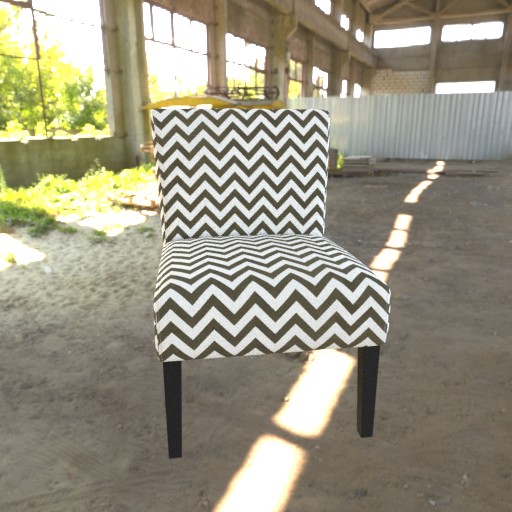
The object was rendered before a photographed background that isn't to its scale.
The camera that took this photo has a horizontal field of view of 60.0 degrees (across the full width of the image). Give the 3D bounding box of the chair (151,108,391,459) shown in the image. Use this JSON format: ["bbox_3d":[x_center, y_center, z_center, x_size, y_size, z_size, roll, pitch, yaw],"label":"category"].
[{"bbox_3d":[0.000,0.000,1.287,0.589,0.838,0.648,-2,16,-9],"label":"chair"}]
